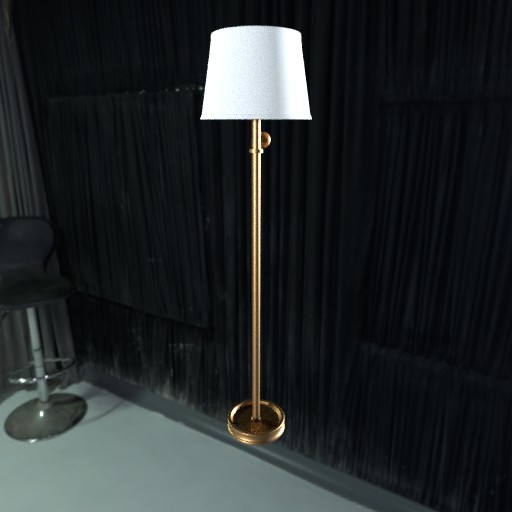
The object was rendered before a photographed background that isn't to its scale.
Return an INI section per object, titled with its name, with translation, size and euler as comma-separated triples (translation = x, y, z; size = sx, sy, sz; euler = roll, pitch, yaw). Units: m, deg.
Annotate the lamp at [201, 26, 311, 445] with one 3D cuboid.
[lamp]
translation = 0.000, 0.000, 0.785
size = 0.178, 0.710, 0.178
euler = 0, 17, 0
